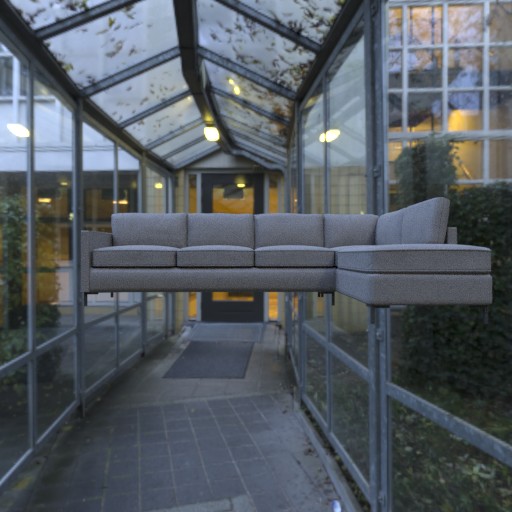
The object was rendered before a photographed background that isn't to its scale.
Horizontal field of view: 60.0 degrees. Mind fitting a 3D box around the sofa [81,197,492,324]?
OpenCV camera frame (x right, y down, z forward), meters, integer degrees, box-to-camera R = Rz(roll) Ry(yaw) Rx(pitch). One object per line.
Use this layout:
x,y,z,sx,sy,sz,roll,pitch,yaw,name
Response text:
0.000,0.000,4.121,3.331,0.964,2.077,0,0,-1,sofa
